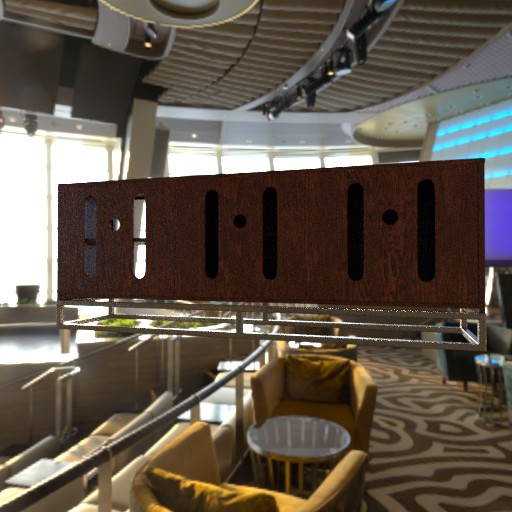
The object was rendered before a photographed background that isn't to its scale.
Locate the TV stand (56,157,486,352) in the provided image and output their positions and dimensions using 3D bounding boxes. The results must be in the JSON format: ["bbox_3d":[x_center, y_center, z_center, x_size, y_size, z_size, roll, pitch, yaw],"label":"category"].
[{"bbox_3d":[0.000,0.000,1.721,1.541,0.578,0.382,0,-1,17],"label":"TV stand"}]
